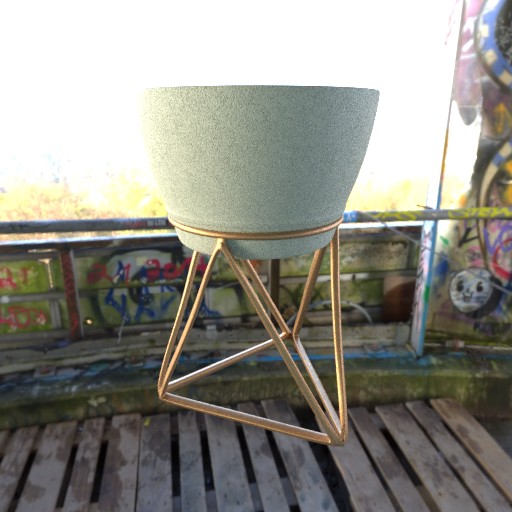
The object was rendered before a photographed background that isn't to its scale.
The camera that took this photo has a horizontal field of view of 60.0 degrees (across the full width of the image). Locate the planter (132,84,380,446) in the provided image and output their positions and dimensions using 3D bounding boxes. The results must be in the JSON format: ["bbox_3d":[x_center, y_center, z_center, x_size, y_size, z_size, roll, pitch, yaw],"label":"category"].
[{"bbox_3d":[0.000,0.000,0.723,0.350,0.504,0.350,-3,18,-9],"label":"planter"}]
